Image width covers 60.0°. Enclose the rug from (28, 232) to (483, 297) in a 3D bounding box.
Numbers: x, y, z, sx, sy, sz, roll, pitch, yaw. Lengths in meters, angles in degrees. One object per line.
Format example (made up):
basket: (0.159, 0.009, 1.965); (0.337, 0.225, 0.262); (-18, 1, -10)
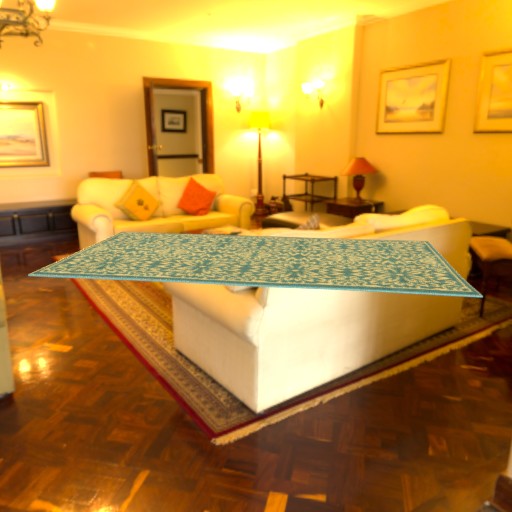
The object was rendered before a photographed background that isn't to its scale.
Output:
rug: (0.000, 0.000, 1.459); (1.219, 0.007, 0.604); (2, 15, 8)
